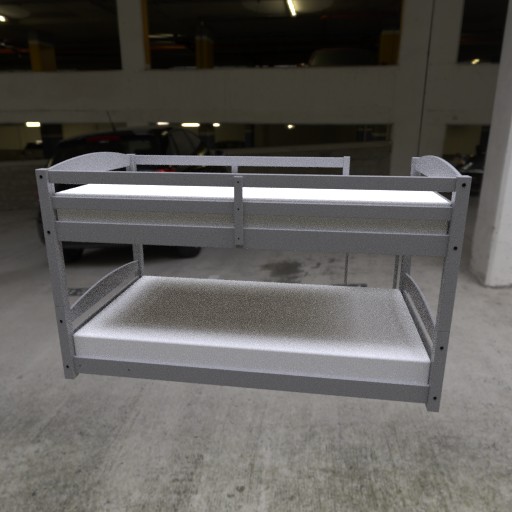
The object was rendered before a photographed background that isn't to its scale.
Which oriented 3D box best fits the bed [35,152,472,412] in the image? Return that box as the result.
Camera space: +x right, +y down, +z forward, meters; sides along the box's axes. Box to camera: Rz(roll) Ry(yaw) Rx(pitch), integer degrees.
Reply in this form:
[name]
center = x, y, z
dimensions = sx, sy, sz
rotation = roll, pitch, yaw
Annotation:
[bed]
center = 0.000, 0.000, 2.696
dimensions = 2.013, 1.206, 1.105
rotation = 3, 17, 8
